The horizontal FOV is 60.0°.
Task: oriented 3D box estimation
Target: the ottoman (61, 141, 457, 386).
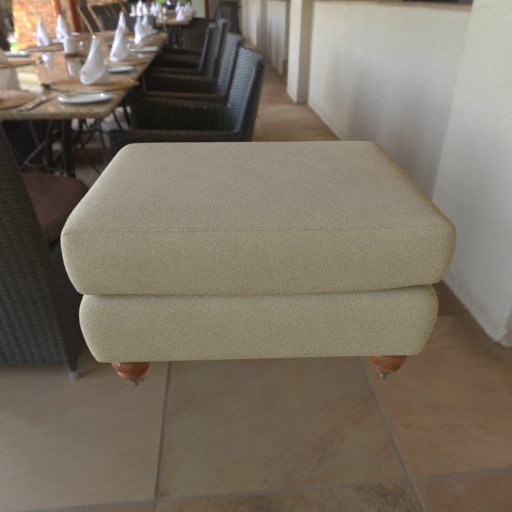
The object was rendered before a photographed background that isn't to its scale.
[{"bbox_3d":[0.000,0.000,1.151,0.773,0.504,0.569,-1,30,-2],"label":"ottoman"}]
